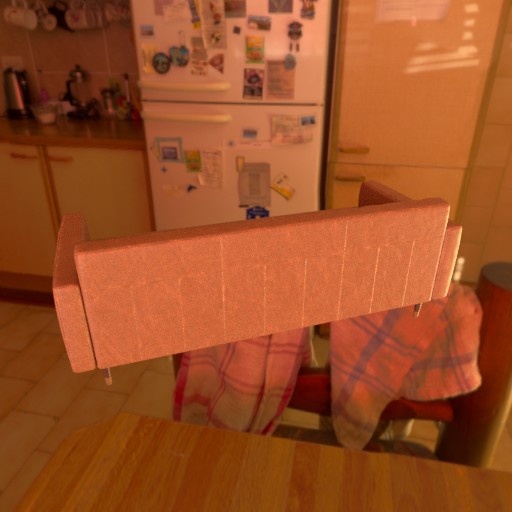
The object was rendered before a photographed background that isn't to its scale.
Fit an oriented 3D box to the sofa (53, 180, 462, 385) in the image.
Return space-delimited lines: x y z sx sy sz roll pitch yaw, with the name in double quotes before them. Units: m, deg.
"sofa" 0.000 0.000 2.786 2.291 0.821 0.990 -9 28 -16
